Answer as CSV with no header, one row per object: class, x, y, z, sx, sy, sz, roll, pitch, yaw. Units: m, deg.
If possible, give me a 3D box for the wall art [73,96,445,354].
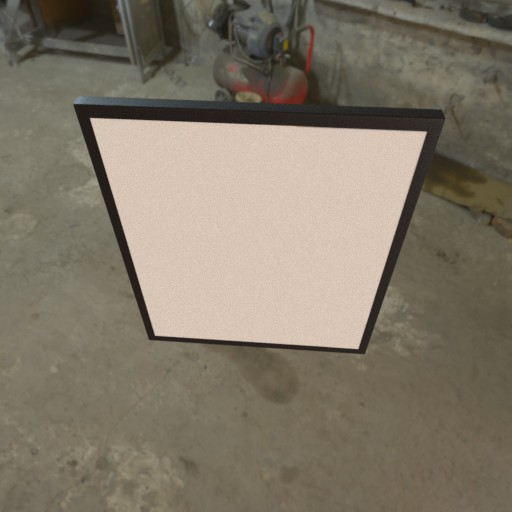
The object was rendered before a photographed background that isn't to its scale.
wall art,0.000,0.000,0.703,0.430,0.509,0.021,3,47,3
